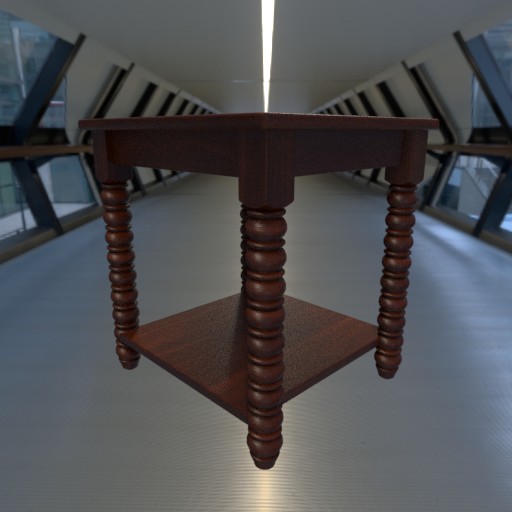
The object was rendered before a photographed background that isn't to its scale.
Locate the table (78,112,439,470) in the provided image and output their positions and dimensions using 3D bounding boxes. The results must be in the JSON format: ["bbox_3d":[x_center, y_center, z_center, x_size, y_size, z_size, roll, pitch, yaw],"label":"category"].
[{"bbox_3d":[0.000,0.000,0.963,0.500,0.567,0.533,-15,22,-42],"label":"table"}]
